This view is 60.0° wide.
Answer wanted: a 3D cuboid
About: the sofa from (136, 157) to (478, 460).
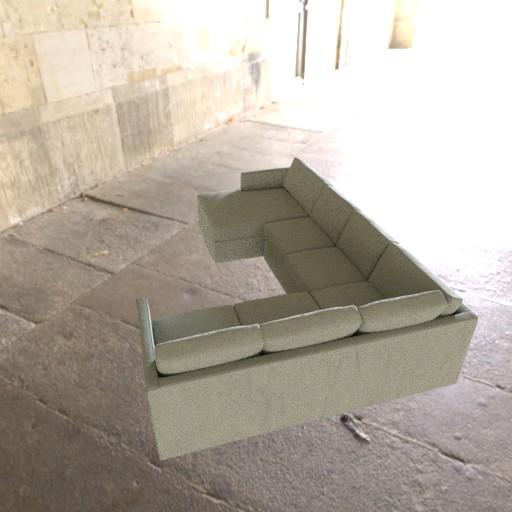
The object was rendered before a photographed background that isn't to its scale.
[{"bbox_3d":[0.000,0.000,4.497,2.440,0.869,3.434,-9,32,-14],"label":"sofa"}]
